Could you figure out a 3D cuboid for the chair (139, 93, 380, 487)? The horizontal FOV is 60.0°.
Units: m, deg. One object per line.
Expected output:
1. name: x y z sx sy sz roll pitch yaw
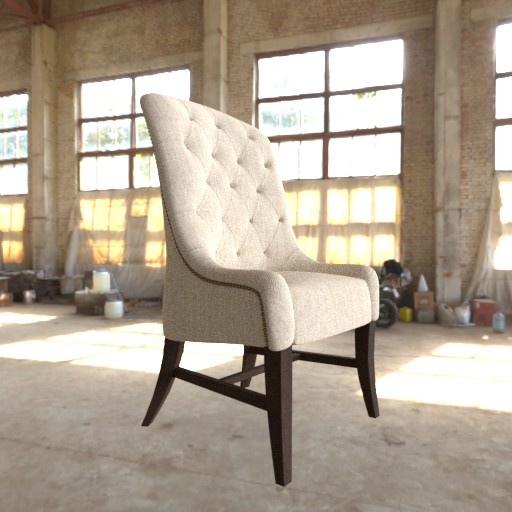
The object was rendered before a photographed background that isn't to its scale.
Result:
1. chair: 0.000 0.000 1.466 0.629 1.091 0.634 1 1 38
